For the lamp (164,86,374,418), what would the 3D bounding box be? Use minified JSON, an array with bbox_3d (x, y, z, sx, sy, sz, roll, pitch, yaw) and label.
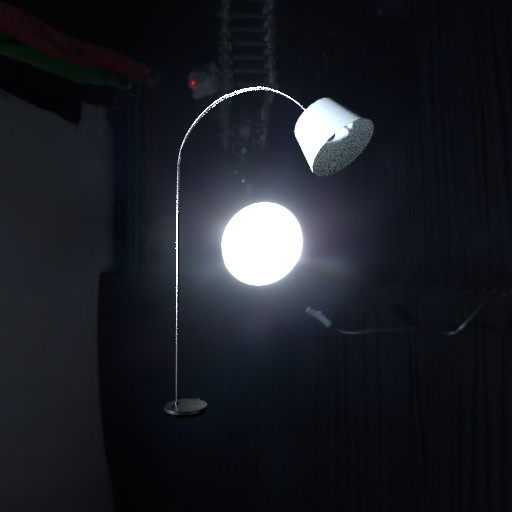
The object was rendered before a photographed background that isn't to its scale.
[{"bbox_3d":[0.000,0.000,2.708,1.445,2.098,0.406,0,-1,34],"label":"lamp"}]
